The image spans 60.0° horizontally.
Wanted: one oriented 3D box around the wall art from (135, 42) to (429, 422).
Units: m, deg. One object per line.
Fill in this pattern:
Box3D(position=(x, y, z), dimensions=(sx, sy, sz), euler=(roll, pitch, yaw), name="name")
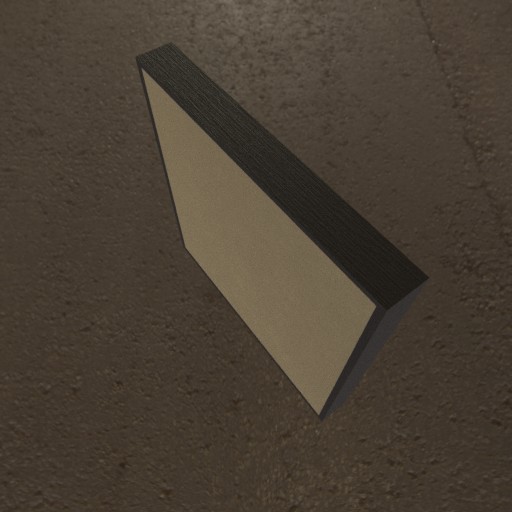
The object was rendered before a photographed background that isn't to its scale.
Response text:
Box3D(position=(0.000, 0.000, 0.454), dimensions=(0.036, 0.300, 0.302), euler=(-32, 63, -19), name="wall art")
